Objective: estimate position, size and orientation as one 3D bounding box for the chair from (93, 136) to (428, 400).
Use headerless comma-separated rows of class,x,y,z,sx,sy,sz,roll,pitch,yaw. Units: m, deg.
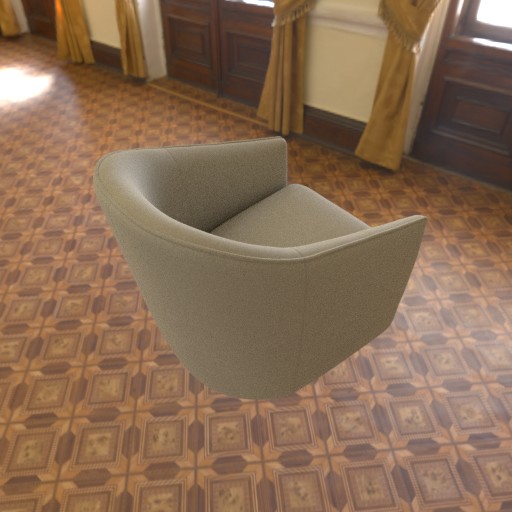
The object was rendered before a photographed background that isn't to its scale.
chair,0.000,0.000,1.489,0.875,0.799,0.747,-27,47,-28
